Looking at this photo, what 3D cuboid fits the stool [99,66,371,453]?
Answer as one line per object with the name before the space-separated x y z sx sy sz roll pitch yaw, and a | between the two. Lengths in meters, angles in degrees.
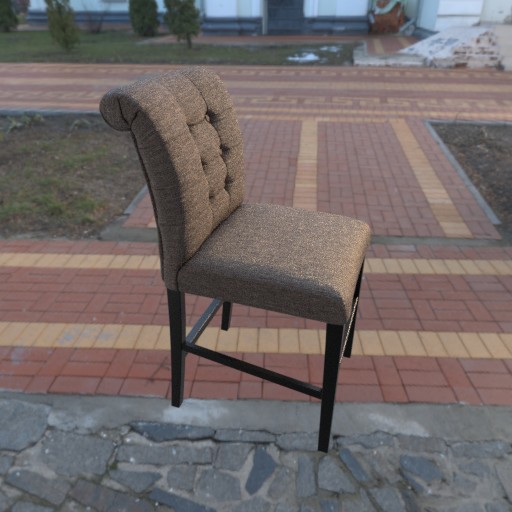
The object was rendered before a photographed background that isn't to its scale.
stool | 0.000 0.000 1.298 0.611 0.970 0.457 10 32 17
